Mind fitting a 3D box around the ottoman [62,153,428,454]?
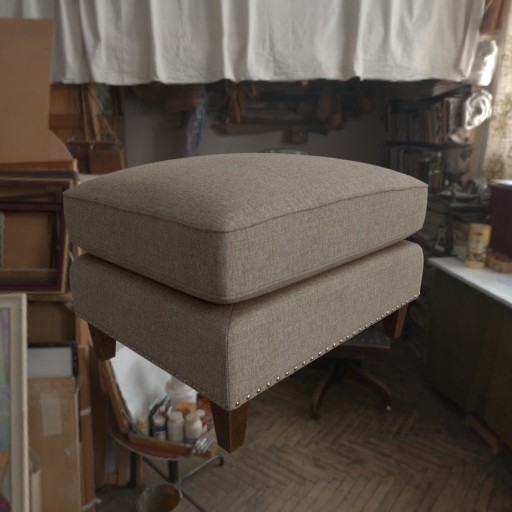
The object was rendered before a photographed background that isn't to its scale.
[{"bbox_3d":[0.000,0.000,1.145,0.584,0.513,0.741,15,22,42],"label":"ottoman"}]
